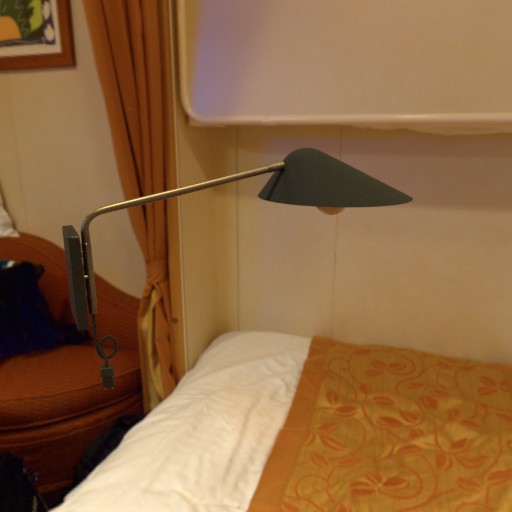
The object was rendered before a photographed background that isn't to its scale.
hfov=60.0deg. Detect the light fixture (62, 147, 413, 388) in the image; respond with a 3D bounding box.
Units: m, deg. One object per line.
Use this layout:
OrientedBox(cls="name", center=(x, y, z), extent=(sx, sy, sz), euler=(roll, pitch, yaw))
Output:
OrientedBox(cls="light fixture", center=(0.000, 0.000, 0.661), extent=(0.516, 0.312, 0.240), euler=(-8, 17, -27))
